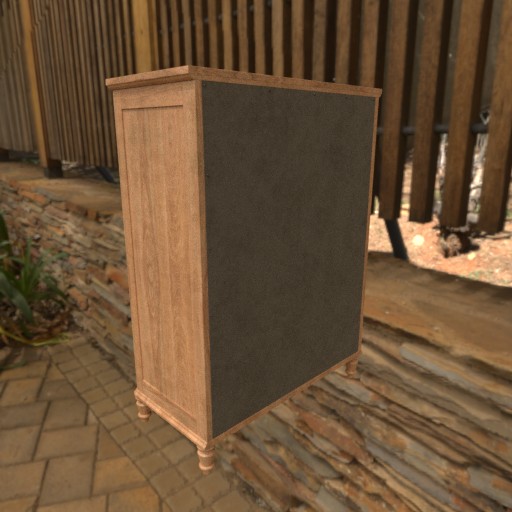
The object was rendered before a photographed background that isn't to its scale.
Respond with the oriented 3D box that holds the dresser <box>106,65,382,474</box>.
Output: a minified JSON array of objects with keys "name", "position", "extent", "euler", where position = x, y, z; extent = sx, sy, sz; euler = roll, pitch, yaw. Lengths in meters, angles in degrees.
[{"name":"dresser","position":[0.000,0.000,1.824],"extent":[0.973,1.318,0.484],"euler":[-15,22,-43]}]
